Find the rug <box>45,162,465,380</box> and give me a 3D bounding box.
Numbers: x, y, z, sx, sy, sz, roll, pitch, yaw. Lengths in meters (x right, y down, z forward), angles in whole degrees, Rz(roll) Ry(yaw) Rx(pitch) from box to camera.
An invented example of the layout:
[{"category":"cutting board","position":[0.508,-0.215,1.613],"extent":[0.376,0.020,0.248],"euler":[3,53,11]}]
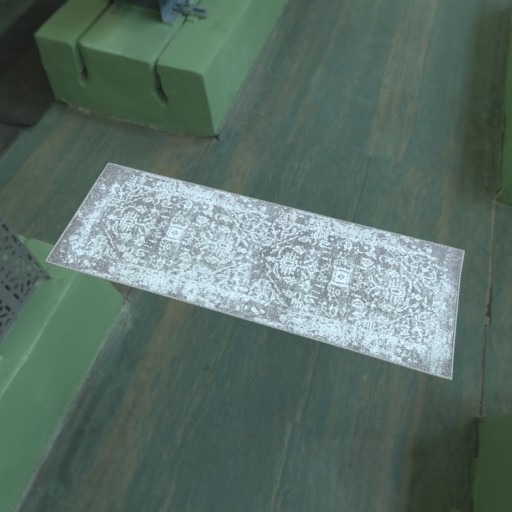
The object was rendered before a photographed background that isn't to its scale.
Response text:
[{"category":"rug","position":[0.000,0.000,2.732],"extent":[2.452,0.017,0.855],"euler":[15,60,9]}]
